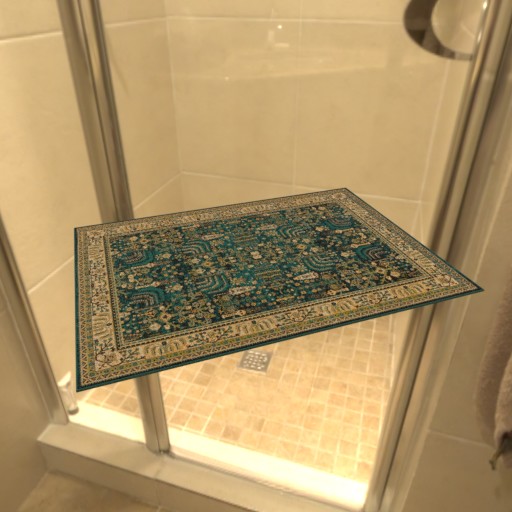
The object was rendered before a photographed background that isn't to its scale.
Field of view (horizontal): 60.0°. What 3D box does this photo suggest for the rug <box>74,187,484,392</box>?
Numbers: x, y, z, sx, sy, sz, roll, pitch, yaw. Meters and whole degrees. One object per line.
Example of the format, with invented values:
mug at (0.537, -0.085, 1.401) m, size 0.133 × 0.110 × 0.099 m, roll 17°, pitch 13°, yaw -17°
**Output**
rug at (0.000, 0.000, 2.865) m, size 2.213 × 0.013 × 1.594 m, roll -11°, pitch 33°, yaw -17°
